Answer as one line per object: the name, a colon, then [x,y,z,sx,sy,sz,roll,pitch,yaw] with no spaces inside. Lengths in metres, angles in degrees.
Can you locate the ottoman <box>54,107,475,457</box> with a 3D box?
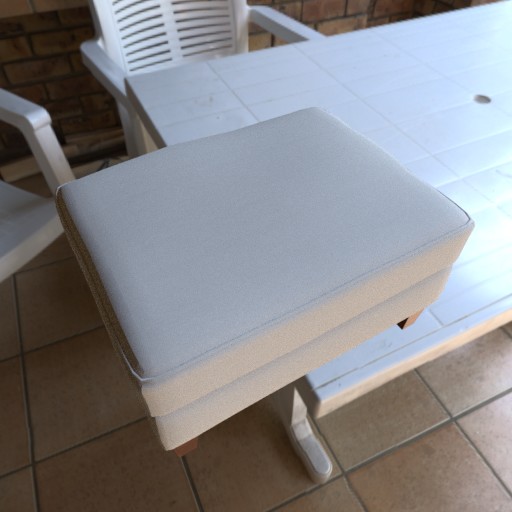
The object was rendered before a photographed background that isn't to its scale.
ottoman: [0.000,0.000,1.165,0.818,0.479,0.634,-23,51,-20]
